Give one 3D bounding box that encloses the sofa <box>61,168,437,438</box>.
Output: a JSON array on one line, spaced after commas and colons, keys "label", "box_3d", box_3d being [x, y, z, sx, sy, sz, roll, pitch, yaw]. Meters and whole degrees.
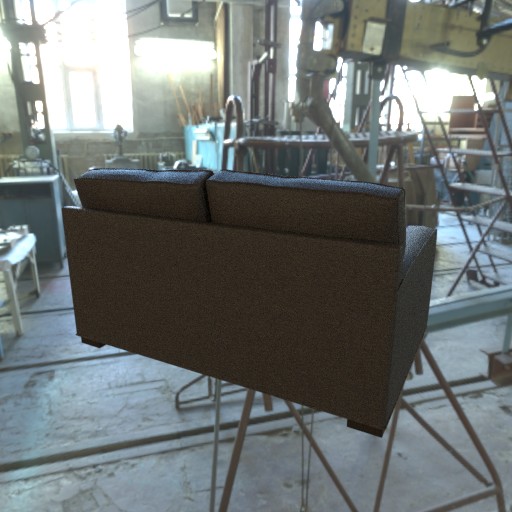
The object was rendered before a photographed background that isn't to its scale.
[{"label": "sofa", "box_3d": [0.000, 0.000, 2.166, 1.534, 0.887, 0.974, 9, 18, 27]}]
